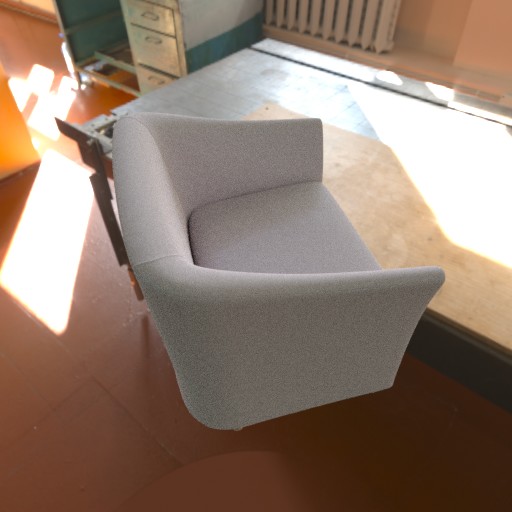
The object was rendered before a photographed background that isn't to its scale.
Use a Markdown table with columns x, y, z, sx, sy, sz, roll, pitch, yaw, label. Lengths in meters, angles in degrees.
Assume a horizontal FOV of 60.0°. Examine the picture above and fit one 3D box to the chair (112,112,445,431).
| x | y | z | sx | sy | sz | roll | pitch | yaw | label |
| --- | --- | --- | --- | --- | --- | --- | --- | --- | --- |
| 0.000 | 0.000 | 1.356 | 0.700 | 0.720 | 0.790 | -11 | 46 | -11 | chair |
